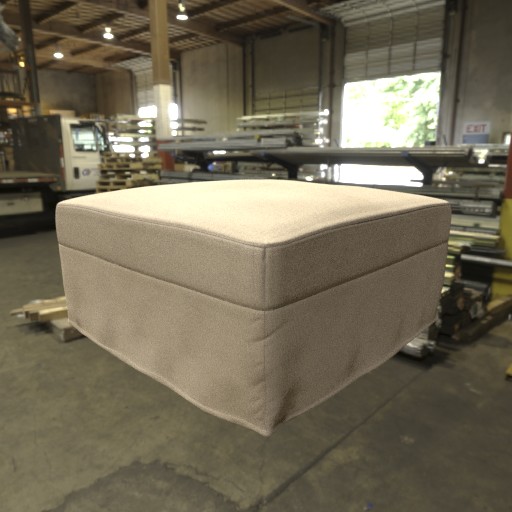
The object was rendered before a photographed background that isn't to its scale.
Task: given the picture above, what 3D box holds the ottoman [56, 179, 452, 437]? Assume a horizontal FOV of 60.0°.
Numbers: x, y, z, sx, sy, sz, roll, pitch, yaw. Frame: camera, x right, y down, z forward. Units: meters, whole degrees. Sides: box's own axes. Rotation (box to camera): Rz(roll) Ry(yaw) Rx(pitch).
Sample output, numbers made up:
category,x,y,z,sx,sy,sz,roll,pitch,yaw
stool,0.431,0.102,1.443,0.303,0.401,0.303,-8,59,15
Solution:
category,x,y,z,sx,sy,sz,roll,pitch,yaw
ottoman,0.000,0.000,1.314,0.842,0.441,0.843,13,19,42
